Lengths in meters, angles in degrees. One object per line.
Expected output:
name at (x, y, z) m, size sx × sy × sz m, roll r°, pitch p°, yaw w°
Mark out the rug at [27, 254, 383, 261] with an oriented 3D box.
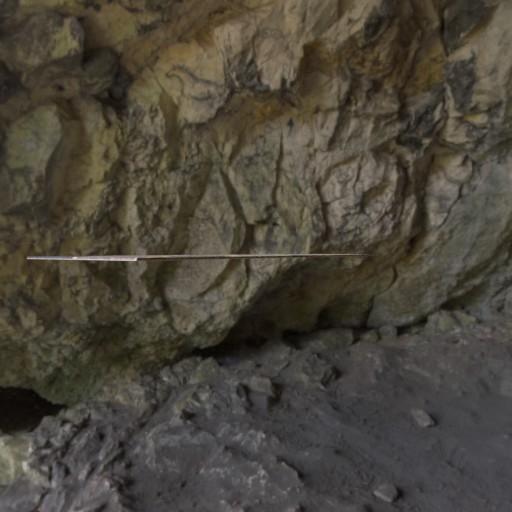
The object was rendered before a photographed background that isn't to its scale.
rug at (0.000, 0.000, 2.555) m, size 0.687 × 0.011 × 2.287 m, roll 0°, pitch 1°, yaw 35°
